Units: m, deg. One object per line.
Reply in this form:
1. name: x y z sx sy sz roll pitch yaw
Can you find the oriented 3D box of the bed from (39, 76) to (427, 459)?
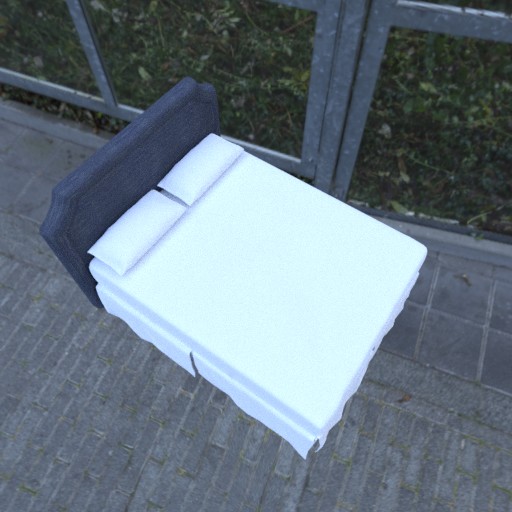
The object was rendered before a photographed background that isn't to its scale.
1. bed: 0.000 0.000 3.137 2.116 1.290 1.693 31 64 17
